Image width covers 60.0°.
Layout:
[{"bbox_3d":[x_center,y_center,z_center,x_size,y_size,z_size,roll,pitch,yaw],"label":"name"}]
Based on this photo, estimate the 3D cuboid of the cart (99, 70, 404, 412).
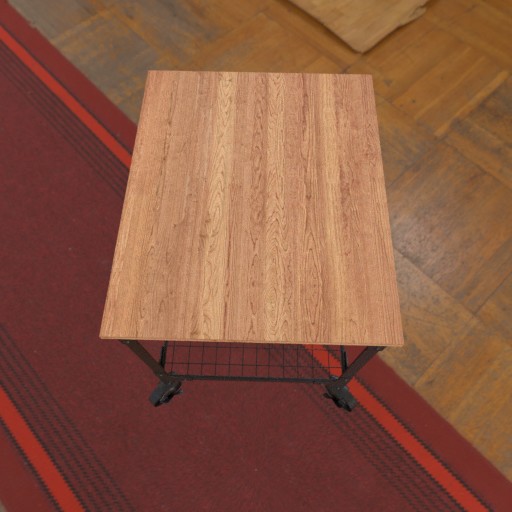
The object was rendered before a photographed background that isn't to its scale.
[{"bbox_3d":[0.000,0.000,1.099,0.558,0.603,0.666,1,64,1],"label":"cart"}]
